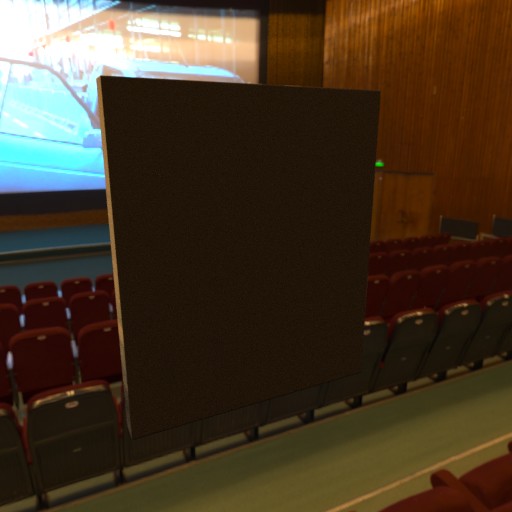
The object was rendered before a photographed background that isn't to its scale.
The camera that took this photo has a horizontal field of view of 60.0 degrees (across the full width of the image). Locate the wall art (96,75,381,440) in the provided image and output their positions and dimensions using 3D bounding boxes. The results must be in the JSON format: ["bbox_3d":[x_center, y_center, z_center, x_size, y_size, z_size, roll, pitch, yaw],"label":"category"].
[{"bbox_3d":[0.000,0.000,0.707,0.435,0.511,0.037,-8,17,-26],"label":"wall art"}]
